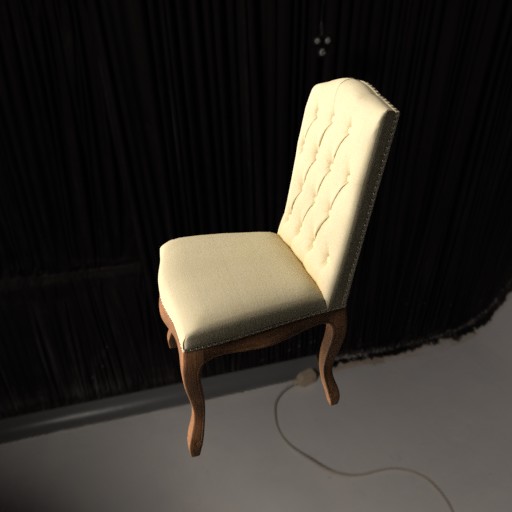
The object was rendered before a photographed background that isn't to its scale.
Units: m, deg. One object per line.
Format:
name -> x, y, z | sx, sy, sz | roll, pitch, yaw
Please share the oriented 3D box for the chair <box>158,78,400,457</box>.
chair -> 0.000, 0.000, 1.584 | 0.715, 1.165, 0.623 | -8, 31, -15
